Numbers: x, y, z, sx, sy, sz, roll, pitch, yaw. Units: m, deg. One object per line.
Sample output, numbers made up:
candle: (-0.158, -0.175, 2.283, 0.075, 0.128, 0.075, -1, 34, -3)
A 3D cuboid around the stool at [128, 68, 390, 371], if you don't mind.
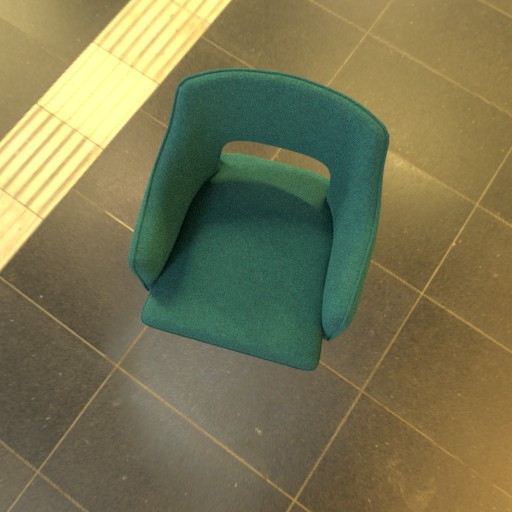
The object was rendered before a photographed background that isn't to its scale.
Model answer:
stool: (0.000, 0.000, 1.285, 0.548, 0.961, 0.556, 15, 77, 4)
